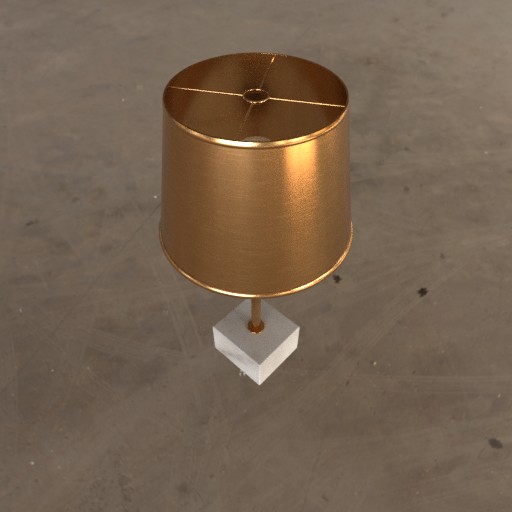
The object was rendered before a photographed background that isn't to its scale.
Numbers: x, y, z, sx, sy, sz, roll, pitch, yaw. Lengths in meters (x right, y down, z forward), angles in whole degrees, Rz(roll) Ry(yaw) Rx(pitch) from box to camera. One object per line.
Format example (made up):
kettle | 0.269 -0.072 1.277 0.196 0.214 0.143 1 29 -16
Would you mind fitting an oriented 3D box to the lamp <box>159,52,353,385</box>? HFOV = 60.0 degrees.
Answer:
lamp | 0.000 0.000 0.520 0.208 0.406 0.208 0 47 0
